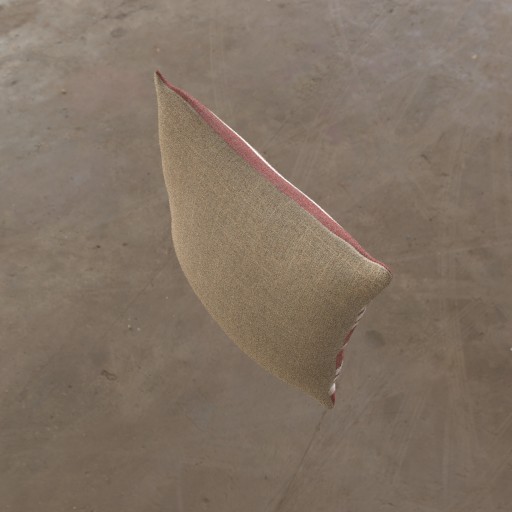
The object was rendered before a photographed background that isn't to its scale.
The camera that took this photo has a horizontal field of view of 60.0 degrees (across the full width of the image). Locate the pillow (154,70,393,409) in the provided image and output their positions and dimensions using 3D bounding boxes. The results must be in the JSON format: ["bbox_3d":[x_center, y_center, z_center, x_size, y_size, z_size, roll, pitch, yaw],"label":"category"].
[{"bbox_3d":[0.000,0.000,0.685,0.182,0.427,0.439,-34,63,-20],"label":"pillow"}]
